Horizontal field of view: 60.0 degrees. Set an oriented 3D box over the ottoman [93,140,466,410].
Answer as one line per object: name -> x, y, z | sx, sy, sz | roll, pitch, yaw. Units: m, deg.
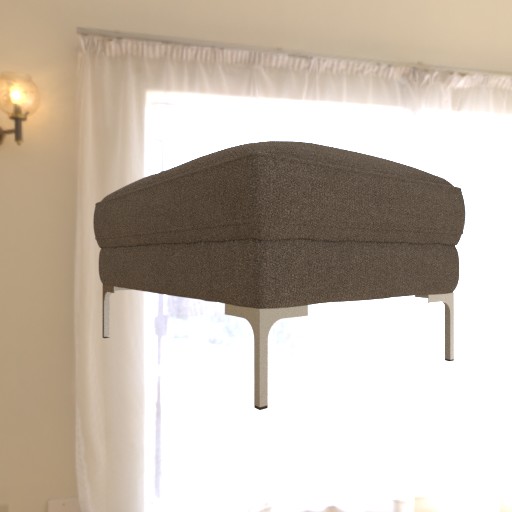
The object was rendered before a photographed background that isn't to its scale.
ottoman -> 0.000, 0.000, 1.121 | 0.583, 0.464, 0.785 | 0, 0, -36
